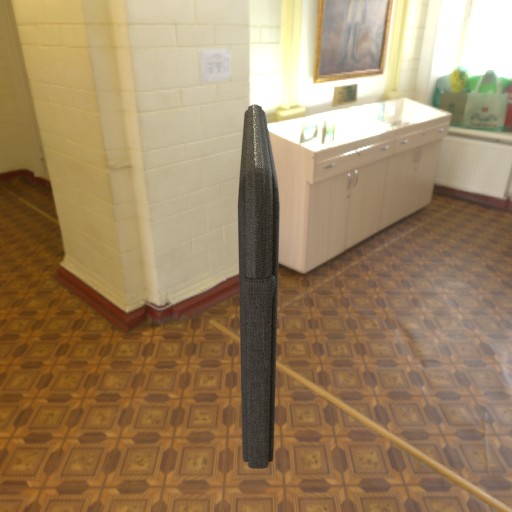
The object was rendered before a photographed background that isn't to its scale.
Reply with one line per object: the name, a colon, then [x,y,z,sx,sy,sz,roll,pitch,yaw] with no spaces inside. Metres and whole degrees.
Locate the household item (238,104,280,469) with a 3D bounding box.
household item: [0.000,0.000,0.529,0.030,0.305,0.396,0,27,-1]
